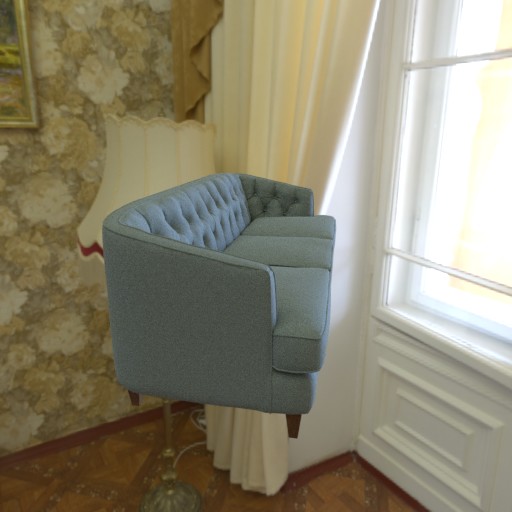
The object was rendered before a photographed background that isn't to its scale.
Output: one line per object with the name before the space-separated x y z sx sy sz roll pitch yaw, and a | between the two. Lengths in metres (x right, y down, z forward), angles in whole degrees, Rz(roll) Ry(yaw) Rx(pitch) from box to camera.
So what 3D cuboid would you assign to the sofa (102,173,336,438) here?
sofa | 0.000 0.000 2.703 0.941 0.855 2.278 3 16 10
